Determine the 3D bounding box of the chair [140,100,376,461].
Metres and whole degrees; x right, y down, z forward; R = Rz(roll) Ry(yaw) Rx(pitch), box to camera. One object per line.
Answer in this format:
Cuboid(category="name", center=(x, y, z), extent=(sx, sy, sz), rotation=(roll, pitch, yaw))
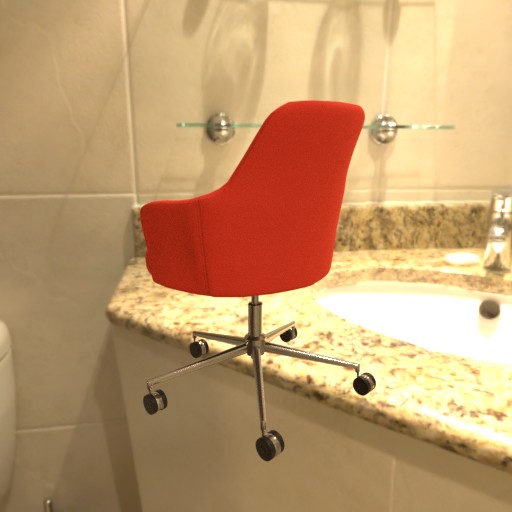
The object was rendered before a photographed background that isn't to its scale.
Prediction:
Cuboid(category="chair", center=(0.000, 0.000, 1.289), extent=(0.600, 0.820, 0.655), rotation=(14, 20, 42))
